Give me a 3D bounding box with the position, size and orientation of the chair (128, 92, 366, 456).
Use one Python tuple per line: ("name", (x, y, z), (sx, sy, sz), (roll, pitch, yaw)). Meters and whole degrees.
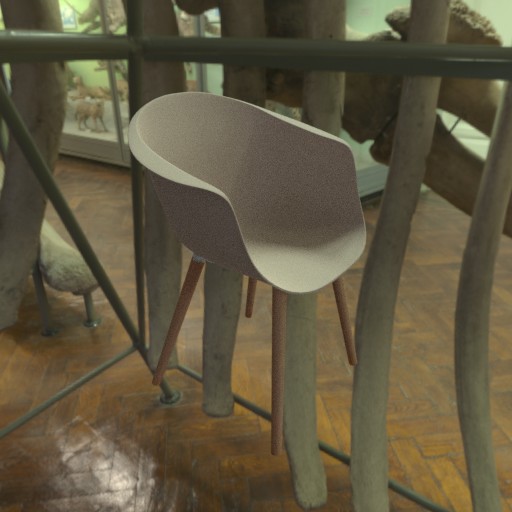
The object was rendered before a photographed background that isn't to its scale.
("chair", (0.000, 0.000, 1.170), (0.504, 0.781, 0.593), (18, 32, 33))
